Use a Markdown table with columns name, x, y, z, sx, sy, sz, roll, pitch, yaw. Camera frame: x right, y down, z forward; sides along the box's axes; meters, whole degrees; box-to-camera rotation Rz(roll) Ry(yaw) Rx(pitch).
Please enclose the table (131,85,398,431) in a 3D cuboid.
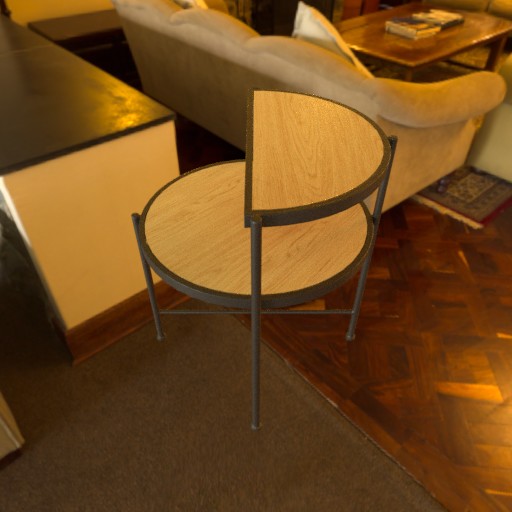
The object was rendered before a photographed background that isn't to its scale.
| name | x | y | z | sx | sy | sz | roll | pitch | yaw |
| --- | --- | --- | --- | --- | --- | --- | --- | --- | --- |
| table | 0.000 | 0.000 | 1.187 | 0.628 | 0.684 | 0.629 | 0 | 41 | 0 |
